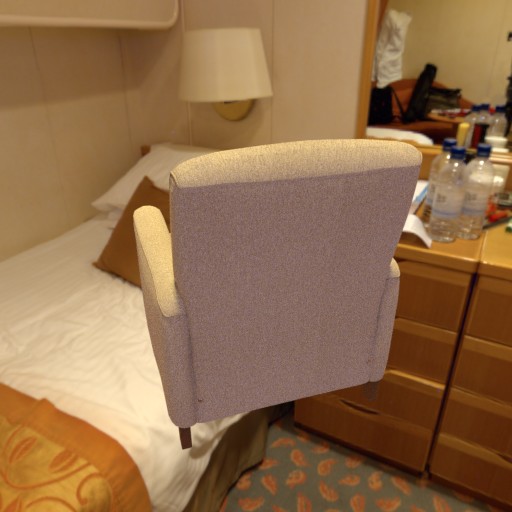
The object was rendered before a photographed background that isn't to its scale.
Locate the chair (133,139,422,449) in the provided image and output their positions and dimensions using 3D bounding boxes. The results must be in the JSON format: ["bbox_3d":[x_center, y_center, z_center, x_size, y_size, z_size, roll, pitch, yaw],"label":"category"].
[{"bbox_3d":[0.000,0.000,1.659,0.848,1.014,0.864,-8,28,-16],"label":"chair"}]
